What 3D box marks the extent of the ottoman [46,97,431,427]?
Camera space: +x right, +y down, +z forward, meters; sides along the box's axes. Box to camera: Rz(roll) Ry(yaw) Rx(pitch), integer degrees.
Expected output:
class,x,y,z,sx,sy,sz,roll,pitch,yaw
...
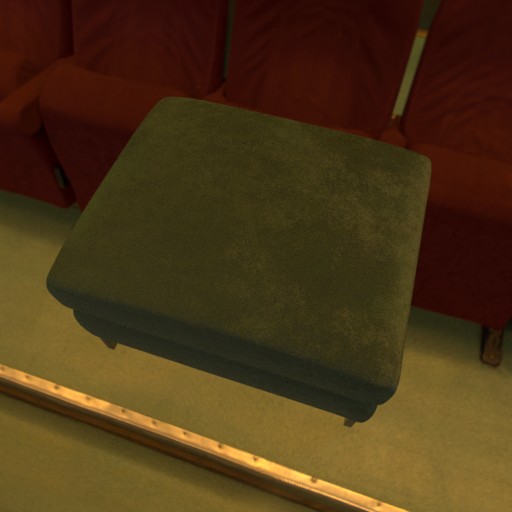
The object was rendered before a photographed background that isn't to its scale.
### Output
class,x,y,z,sx,sy,sz,roll,pitch,yaw
ottoman,0.000,0.000,1.308,0.839,0.538,0.701,15,60,9
